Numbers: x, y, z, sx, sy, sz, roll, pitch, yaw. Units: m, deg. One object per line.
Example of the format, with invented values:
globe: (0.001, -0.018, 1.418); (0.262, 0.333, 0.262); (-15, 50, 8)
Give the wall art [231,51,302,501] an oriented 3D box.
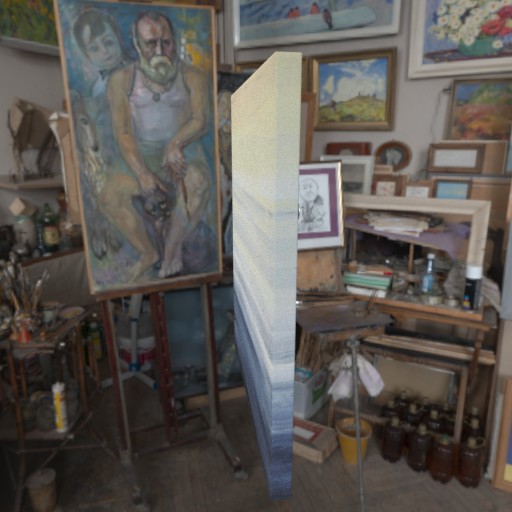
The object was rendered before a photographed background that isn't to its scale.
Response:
wall art: (0.000, 0.000, 0.959); (0.041, 0.710, 0.608); (-2, 15, -8)
